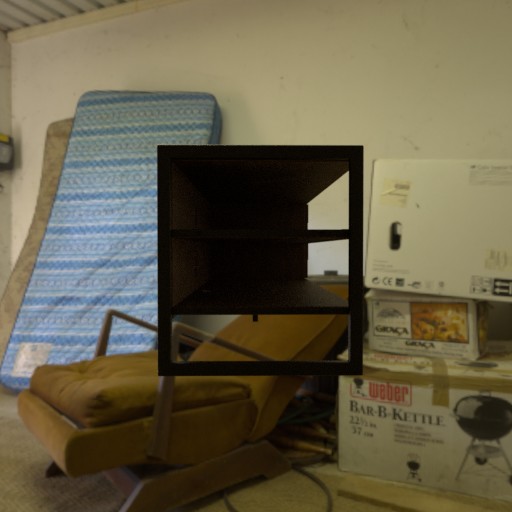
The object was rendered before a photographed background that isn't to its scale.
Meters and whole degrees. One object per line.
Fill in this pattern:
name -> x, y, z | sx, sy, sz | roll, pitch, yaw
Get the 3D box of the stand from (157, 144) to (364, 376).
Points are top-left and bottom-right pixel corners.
stand -> 0.000, 0.000, 1.709 | 0.454, 0.506, 1.480 | 0, 1, -1
